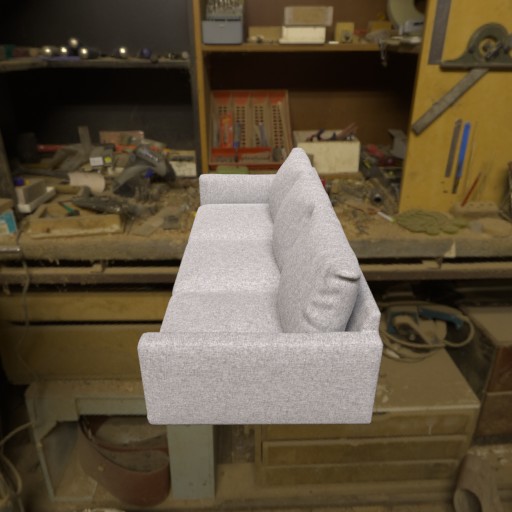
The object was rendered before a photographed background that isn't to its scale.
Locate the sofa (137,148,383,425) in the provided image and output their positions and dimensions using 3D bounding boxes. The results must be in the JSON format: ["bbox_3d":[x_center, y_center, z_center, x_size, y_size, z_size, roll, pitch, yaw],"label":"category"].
[{"bbox_3d":[0.000,0.000,2.440,0.850,0.830,2.000,0,27,0],"label":"sofa"}]
